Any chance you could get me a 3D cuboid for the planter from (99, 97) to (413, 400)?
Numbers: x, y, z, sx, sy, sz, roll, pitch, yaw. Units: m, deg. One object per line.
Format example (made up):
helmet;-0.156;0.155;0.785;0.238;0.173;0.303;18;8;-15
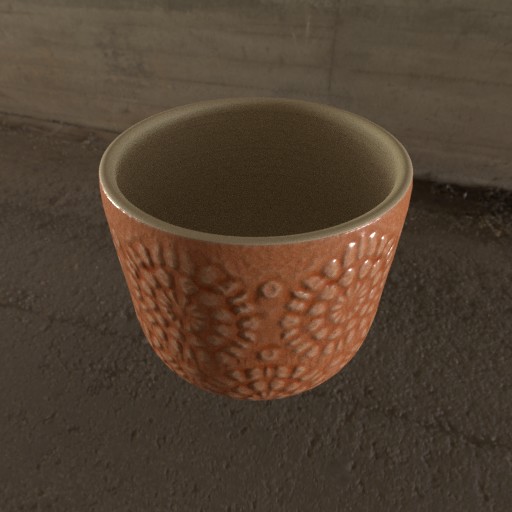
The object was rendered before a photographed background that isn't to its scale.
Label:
planter;0.000;0.000;0.212;0.124;0.109;0.124;0;39;0
